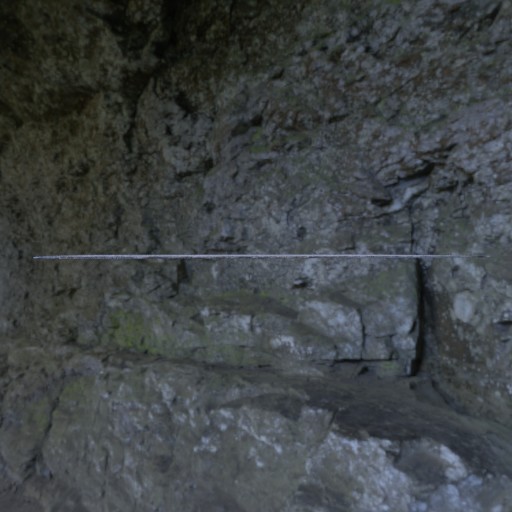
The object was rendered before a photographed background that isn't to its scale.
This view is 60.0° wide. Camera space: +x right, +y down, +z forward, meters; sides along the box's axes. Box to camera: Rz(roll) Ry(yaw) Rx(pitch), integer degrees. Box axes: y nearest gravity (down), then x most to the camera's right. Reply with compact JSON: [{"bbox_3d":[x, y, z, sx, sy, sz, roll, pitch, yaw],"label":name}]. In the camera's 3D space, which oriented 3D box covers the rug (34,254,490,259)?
[{"bbox_3d":[0.000,0.000,2.456,2.029,0.010,1.237,0,0,-17],"label":"rug"}]
